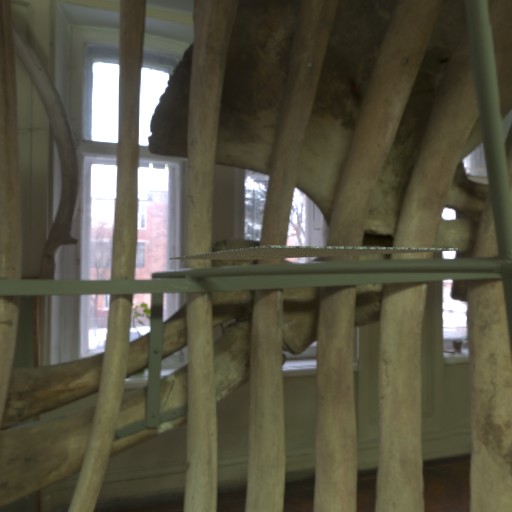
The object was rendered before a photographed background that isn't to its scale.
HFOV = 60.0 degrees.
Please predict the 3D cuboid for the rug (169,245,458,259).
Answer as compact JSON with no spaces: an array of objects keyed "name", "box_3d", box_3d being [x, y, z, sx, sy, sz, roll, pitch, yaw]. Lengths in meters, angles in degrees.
[{"name":"rug","box_3d":[0.000,0.000,2.434,0.686,0.008,2.286,0,-1,-18]}]
